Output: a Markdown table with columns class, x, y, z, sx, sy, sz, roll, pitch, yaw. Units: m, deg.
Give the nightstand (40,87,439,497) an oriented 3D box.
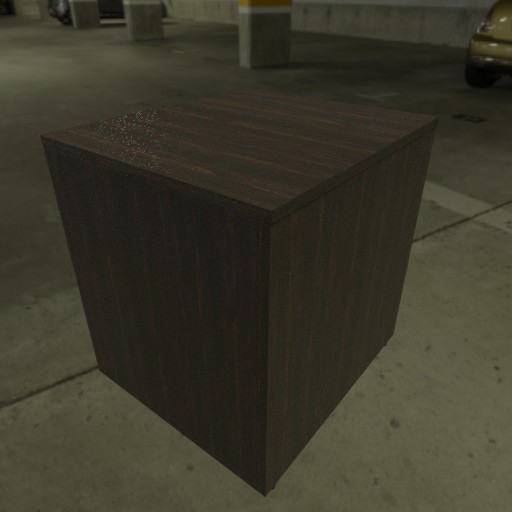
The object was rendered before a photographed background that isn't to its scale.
| class | x | y | z | sx | sy | sz | roll | pitch | yaw |
| --- | --- | --- | --- | --- | --- | --- | --- | --- | --- |
| nightstand | 0.000 | 0.000 | 0.781 | 0.400 | 0.460 | 0.461 | 22 | 37 | 32 |
